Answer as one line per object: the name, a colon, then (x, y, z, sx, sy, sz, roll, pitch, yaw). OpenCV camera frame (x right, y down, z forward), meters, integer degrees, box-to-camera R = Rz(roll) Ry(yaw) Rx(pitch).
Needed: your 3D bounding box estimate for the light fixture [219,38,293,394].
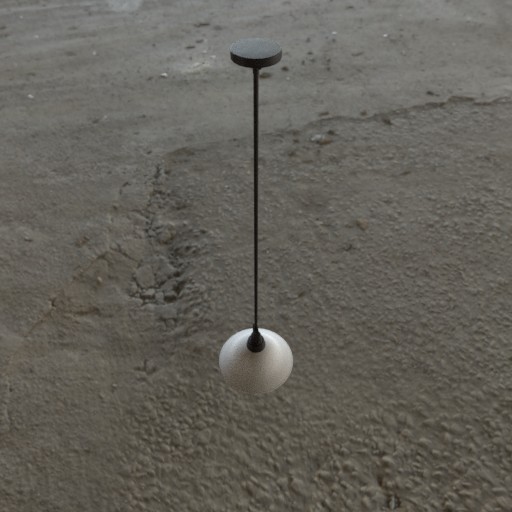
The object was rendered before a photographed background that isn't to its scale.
light fixture: (0.000, 0.000, 1.460, 0.324, 1.337, 0.324, -10, 48, -9)
